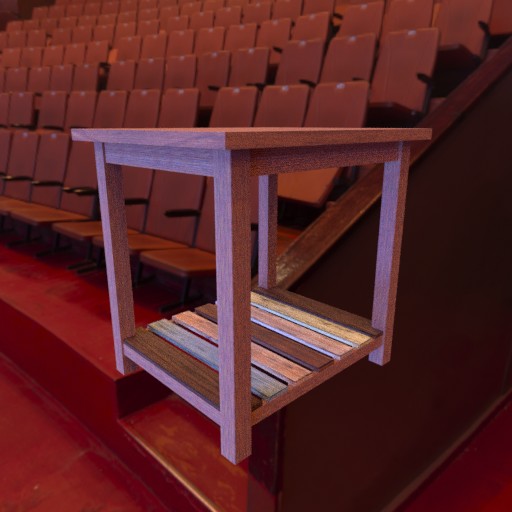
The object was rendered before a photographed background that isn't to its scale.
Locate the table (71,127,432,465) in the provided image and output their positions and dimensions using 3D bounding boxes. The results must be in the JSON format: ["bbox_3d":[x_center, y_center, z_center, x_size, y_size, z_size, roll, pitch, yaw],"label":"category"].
[{"bbox_3d":[0.000,0.000,1.150,0.660,0.635,0.559,-15,22,-41],"label":"table"}]
